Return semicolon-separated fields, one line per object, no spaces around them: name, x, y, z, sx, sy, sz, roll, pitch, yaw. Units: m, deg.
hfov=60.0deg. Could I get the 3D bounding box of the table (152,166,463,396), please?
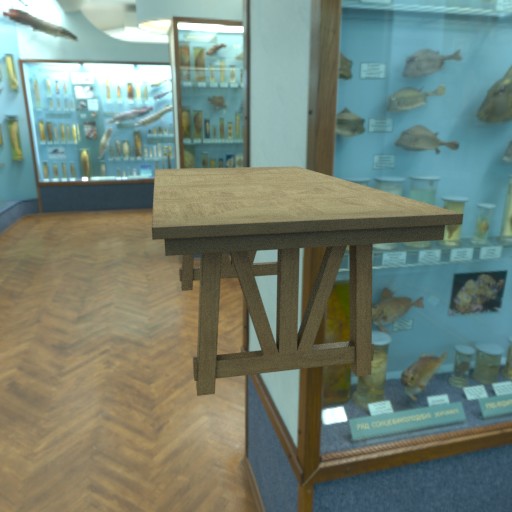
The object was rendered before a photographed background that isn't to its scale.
table;0.000;0.000;2.369;1.016;0.768;1.881;-3;17;-12
